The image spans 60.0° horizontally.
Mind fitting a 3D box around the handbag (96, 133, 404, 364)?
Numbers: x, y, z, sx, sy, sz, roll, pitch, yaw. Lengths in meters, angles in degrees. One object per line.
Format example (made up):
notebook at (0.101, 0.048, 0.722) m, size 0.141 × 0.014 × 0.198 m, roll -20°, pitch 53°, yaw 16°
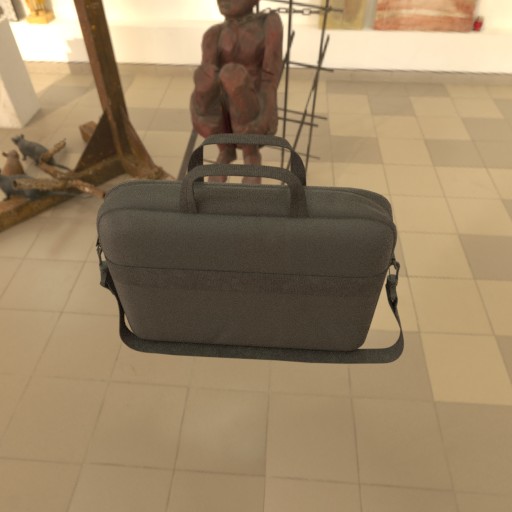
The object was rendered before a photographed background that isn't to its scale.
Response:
handbag at (0.000, 0.000, 0.437) m, size 0.320 × 0.244 × 0.089 m, roll 3°, pitch 46°, yaw 3°
